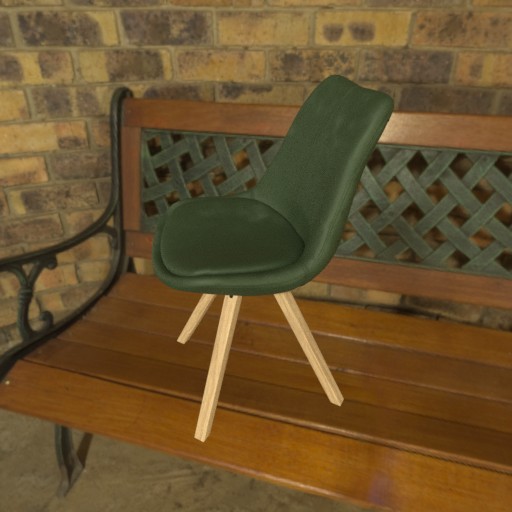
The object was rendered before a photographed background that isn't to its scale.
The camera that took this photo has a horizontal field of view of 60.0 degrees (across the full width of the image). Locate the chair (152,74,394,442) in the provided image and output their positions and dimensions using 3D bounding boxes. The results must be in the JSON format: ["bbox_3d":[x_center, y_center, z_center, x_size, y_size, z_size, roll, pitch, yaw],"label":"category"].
[{"bbox_3d":[0.000,0.000,1.206,0.547,0.865,0.483,-8,33,-13],"label":"chair"}]
